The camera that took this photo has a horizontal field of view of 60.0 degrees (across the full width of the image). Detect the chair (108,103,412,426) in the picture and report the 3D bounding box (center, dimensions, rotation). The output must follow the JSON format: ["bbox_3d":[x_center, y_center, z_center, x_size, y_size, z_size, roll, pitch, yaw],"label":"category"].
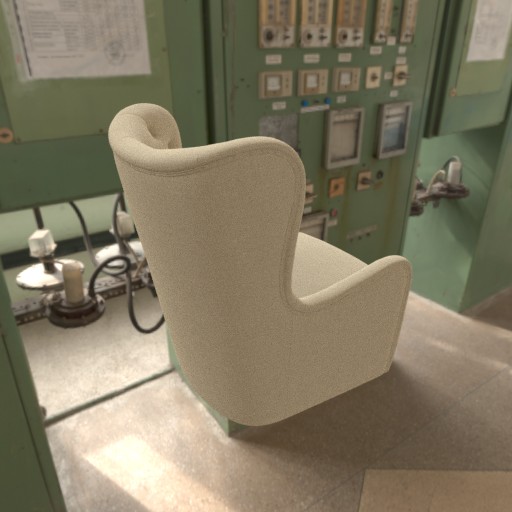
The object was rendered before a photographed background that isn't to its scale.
[{"bbox_3d":[0.000,0.000,1.711,0.929,1.079,0.831,-16,31,-30],"label":"chair"}]
